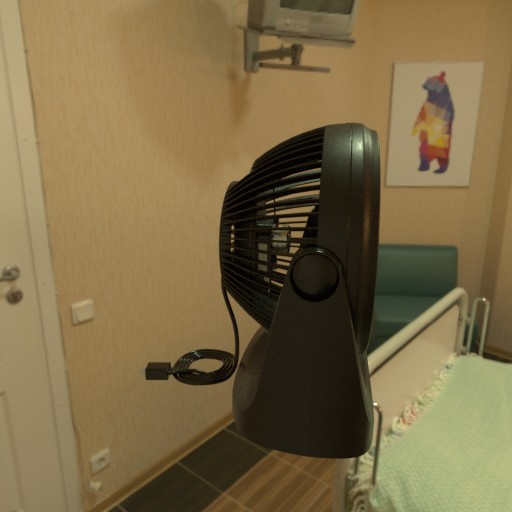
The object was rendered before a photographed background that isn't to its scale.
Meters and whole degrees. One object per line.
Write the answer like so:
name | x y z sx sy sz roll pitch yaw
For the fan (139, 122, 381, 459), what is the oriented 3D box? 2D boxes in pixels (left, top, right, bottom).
fan | 0.000 0.000 0.483 0.256 0.277 0.273 3 15 10
